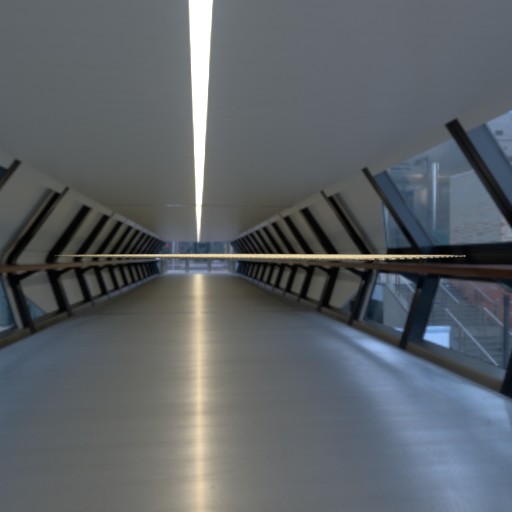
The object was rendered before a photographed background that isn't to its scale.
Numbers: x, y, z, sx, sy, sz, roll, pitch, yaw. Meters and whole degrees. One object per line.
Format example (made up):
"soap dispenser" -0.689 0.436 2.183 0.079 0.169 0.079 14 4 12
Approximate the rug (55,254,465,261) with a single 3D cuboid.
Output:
"rug" 0.000 0.000 2.345 1.802 0.008 1.247 1 1 37
